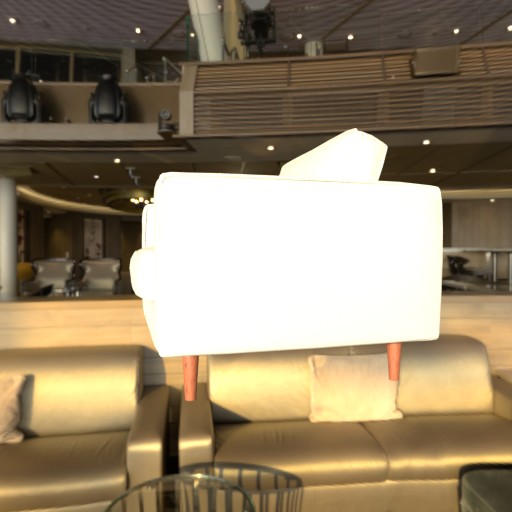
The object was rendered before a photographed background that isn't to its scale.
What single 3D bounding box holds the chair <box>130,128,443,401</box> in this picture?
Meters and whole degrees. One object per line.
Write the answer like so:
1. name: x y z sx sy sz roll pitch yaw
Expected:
1. chair: 0.000 0.000 1.548 0.843 0.773 0.928 0 1 -17
